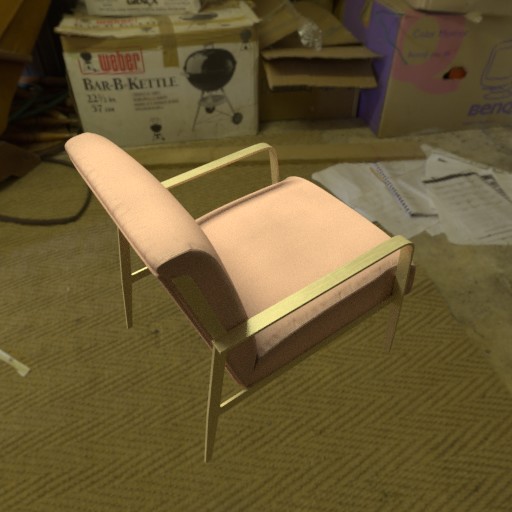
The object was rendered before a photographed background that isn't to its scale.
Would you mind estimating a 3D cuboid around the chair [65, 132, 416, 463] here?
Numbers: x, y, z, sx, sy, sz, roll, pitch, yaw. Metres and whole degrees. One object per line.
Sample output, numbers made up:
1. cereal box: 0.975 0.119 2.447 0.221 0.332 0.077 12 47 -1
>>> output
1. chair: 0.000 0.000 1.432 0.848 0.823 0.701 -24 47 -25
